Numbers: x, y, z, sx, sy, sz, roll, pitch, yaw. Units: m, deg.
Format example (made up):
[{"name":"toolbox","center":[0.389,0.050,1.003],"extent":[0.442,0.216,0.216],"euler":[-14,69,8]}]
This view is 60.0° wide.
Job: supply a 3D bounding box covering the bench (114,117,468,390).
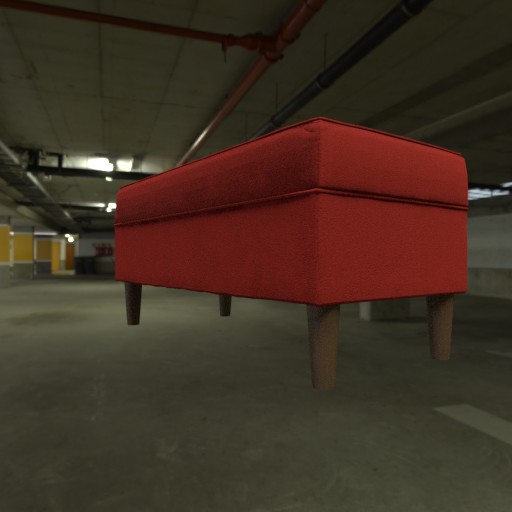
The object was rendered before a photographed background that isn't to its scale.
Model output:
[{"name":"bench","center":[0.000,0.000,1.274],"extent":[0.492,0.471,1.016],"euler":[0,0,-37]}]
